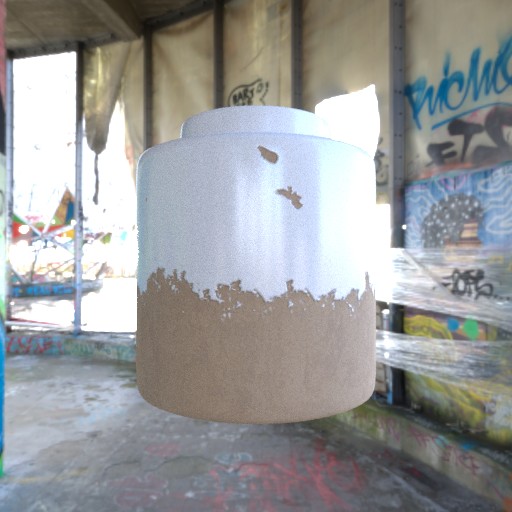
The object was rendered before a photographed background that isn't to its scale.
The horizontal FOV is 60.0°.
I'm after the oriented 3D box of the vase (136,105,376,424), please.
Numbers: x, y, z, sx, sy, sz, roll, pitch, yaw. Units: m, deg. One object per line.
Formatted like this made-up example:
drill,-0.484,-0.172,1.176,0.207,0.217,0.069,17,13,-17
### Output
vase,0.000,0.000,0.293,0.153,0.167,0.153,0,0,0
